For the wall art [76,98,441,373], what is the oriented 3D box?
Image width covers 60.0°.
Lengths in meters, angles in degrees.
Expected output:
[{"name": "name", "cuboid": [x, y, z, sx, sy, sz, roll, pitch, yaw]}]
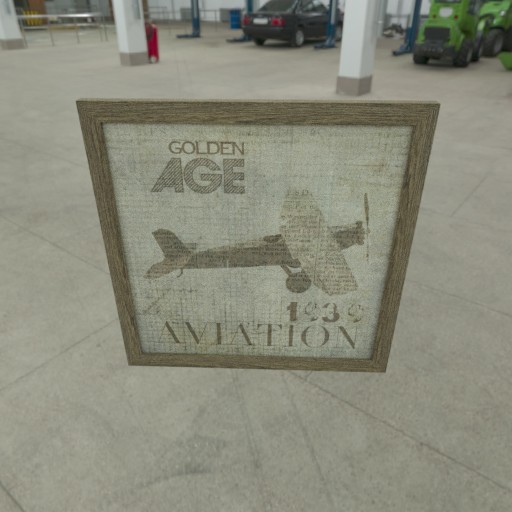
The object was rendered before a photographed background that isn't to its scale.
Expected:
[{"name": "wall art", "cuboid": [0.000, 0.000, 0.753, 0.508, 0.508, 0.019, 1, 31, 2]}]
